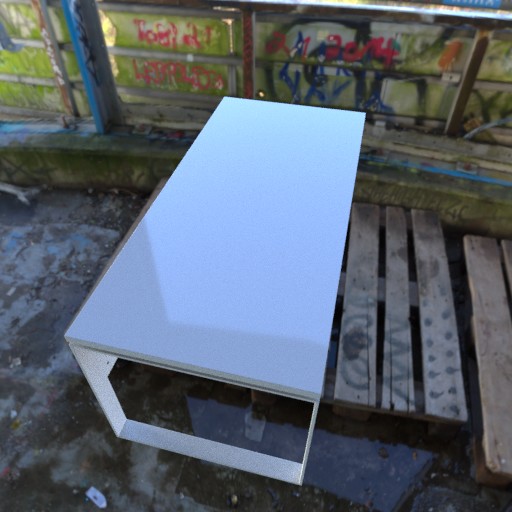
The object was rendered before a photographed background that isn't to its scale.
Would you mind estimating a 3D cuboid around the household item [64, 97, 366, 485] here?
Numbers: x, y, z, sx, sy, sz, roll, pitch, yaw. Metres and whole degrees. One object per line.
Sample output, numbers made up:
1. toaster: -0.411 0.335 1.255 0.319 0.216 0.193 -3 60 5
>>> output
1. household item: 0.000 0.000 2.153 0.800 0.745 1.700 10 46 10
